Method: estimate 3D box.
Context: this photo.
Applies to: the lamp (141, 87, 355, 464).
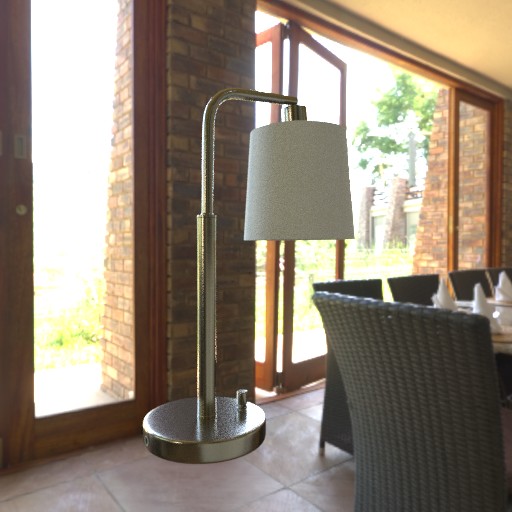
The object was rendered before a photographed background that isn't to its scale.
[{"bbox_3d":[0.000,0.000,0.646,0.333,0.489,0.171,-1,1,-34],"label":"lamp"}]
